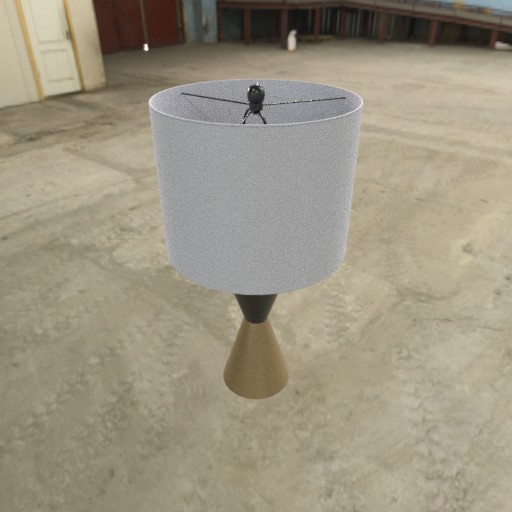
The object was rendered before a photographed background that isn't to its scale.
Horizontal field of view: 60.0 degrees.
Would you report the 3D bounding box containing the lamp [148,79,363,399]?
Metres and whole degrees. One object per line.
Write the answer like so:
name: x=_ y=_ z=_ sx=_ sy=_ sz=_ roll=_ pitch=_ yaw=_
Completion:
lamp: x=0.000 y=0.000 z=0.778 sx=0.304 sy=0.573 sz=0.304 roll=-11 pitch=33 yaw=-18
